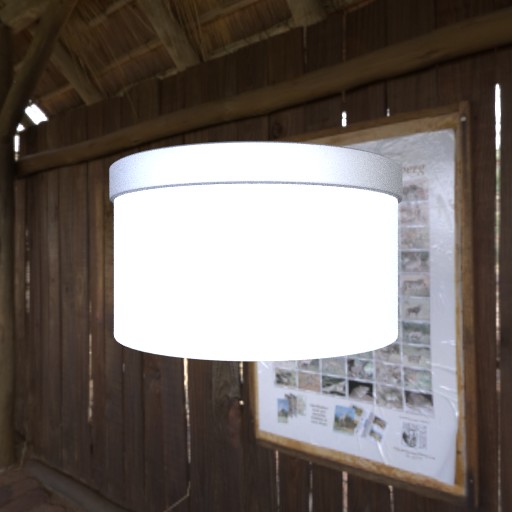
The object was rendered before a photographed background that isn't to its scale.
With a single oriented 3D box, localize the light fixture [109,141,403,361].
[{"bbox_3d":[0.000,0.000,0.627,0.393,0.229,0.393,0,0,0],"label":"light fixture"}]
